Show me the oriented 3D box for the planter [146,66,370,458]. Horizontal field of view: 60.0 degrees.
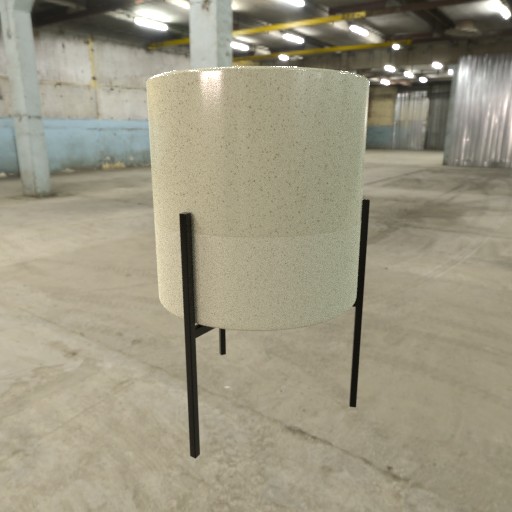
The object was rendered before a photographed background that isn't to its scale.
[{"bbox_3d":[0.000,0.000,0.532,0.234,0.390,0.243,-7,17,-25],"label":"planter"}]
